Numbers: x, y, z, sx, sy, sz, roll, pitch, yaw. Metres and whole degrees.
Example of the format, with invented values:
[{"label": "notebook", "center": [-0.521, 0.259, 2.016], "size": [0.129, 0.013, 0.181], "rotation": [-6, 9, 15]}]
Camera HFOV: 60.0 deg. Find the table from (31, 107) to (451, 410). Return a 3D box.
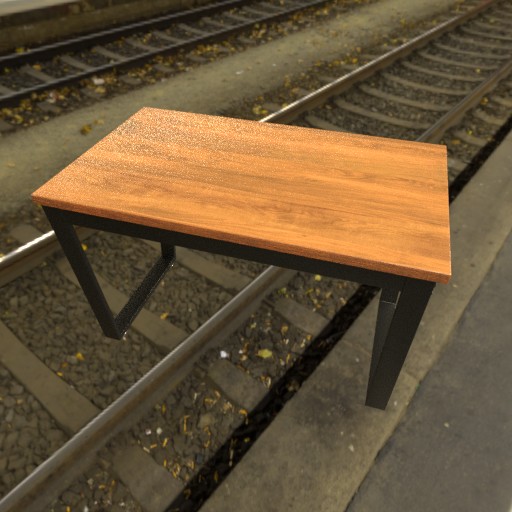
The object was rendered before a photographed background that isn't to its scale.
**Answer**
[{"label": "table", "center": [0.000, 0.000, 1.707], "size": [1.205, 0.760, 0.714], "rotation": [11, 42, 13]}]
